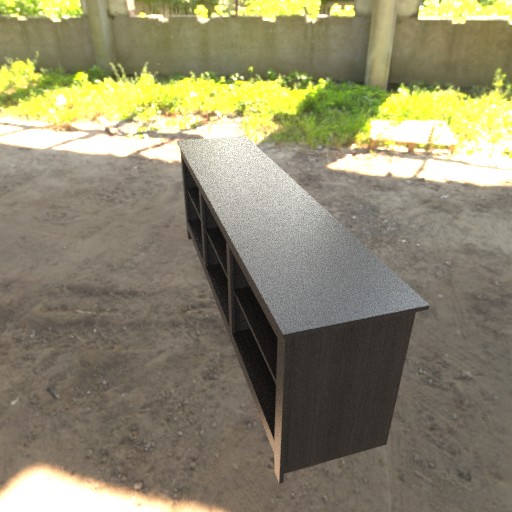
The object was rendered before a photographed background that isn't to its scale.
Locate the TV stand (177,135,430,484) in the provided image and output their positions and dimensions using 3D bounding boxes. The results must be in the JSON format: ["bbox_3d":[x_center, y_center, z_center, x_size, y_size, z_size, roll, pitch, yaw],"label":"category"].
[{"bbox_3d":[0.000,0.000,1.994,0.406,0.610,1.778,-9,31,-15],"label":"TV stand"}]
